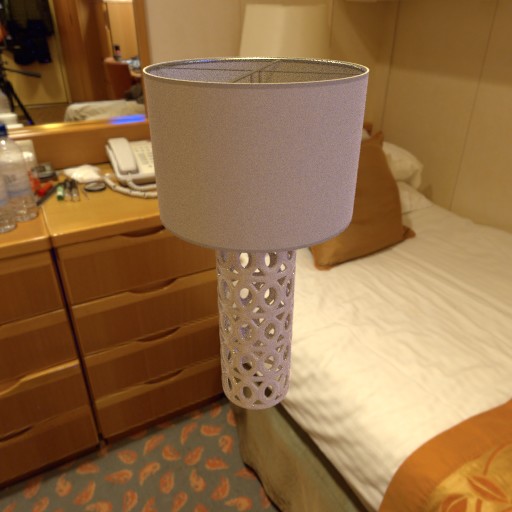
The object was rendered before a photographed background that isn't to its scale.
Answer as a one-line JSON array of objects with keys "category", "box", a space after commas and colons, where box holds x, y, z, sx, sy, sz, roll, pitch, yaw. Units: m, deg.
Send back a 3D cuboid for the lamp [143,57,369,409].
[{"category": "lamp", "box": [0.000, 0.000, 0.807, 0.324, 0.636, 0.325, 7, 30, 13]}]
